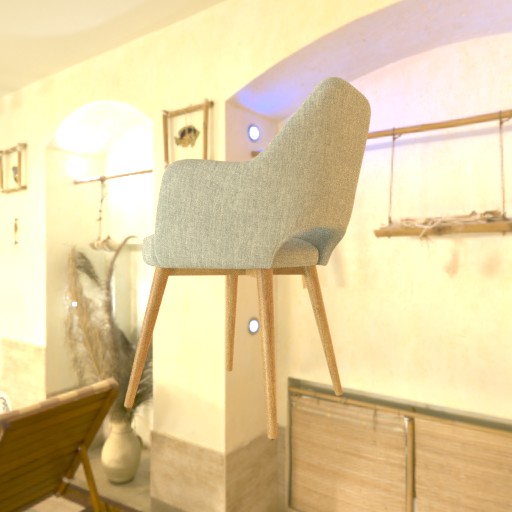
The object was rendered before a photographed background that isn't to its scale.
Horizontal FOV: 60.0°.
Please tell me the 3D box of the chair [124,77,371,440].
[{"bbox_3d":[0.000,0.000,1.261,0.610,0.840,0.590,0,1,34],"label":"chair"}]
